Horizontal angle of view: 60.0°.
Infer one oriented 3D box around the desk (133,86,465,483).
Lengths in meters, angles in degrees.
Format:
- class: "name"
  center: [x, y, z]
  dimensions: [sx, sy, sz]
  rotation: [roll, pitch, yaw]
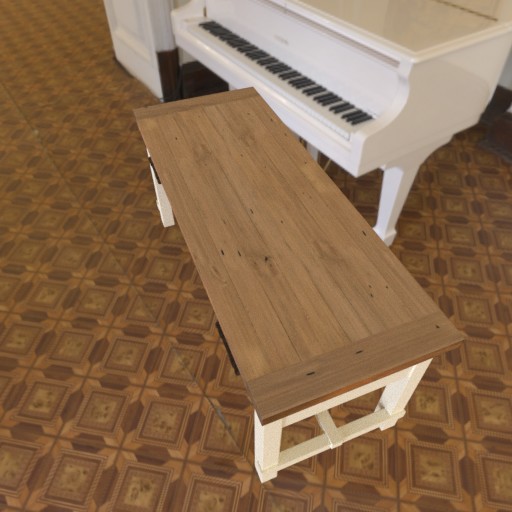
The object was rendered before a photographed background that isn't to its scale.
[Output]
- class: "desk"
  center: [0.000, 0.000, 2.149]
  dimensions: [0.688, 0.762, 1.803]
  rotation: [-16, 49, -15]
